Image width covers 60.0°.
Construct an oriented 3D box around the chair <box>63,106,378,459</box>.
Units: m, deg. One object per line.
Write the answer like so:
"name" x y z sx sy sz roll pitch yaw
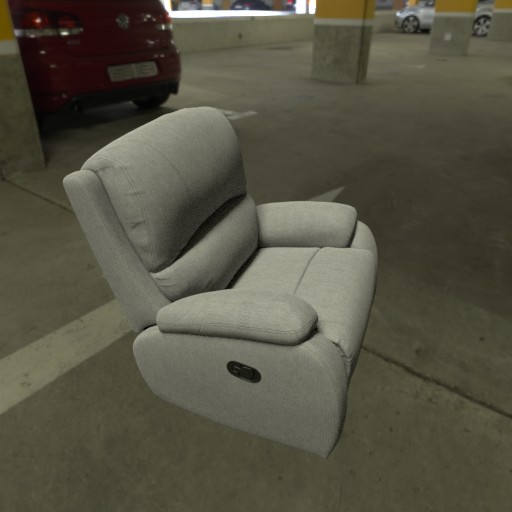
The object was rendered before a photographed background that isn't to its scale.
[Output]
"chair" 0.000 0.000 1.698 0.899 1.011 0.930 10 31 18
